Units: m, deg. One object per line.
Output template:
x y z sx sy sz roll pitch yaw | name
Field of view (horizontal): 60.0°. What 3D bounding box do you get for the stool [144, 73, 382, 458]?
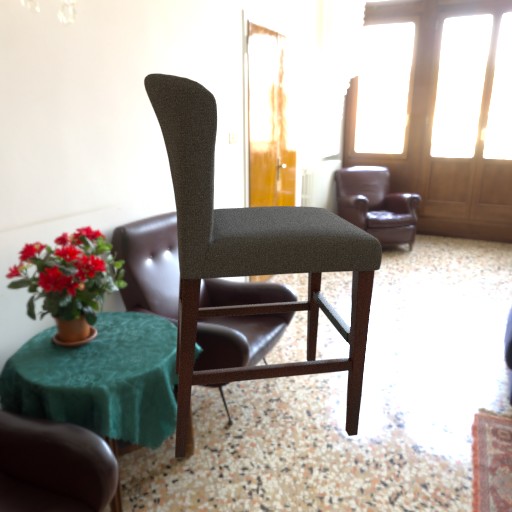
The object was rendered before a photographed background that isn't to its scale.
0.000 0.000 1.290 0.568 0.968 0.479 -3 17 -9 | stool
